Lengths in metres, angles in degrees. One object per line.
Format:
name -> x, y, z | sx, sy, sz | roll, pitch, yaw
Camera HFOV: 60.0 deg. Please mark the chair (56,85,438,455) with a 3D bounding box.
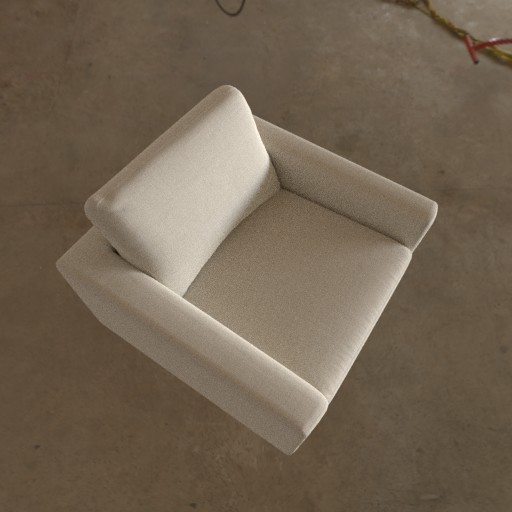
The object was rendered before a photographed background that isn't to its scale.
chair -> 0.000, 0.000, 1.855 | 1.100, 0.876, 1.070 | 30, 64, 16
